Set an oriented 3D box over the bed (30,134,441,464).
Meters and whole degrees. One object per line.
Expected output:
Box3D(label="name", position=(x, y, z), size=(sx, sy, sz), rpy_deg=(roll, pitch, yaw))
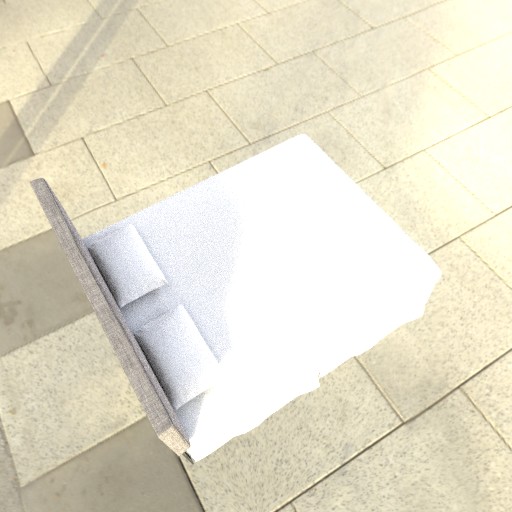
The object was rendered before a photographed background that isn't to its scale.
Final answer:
Box3D(label="bed", position=(0.000, 0.000, 2.874), size=(1.958, 1.168, 1.621), rpy_deg=(-29, 63, -16))
